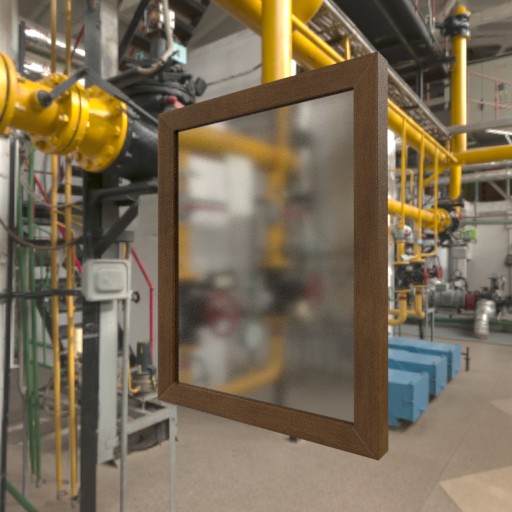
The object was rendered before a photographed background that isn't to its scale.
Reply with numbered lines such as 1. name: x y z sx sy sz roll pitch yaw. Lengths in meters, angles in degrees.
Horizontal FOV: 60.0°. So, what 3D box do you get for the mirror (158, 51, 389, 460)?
1. mirror: 0.000 0.000 0.685 0.405 0.508 0.041 0 -1 36
